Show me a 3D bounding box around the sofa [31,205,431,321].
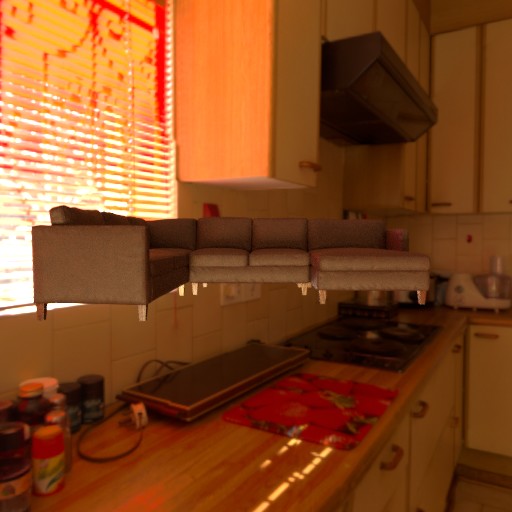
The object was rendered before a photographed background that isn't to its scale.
[{"bbox_3d":[0.000,0.000,4.652,3.460,0.923,2.593,0,2,2],"label":"sofa"}]
